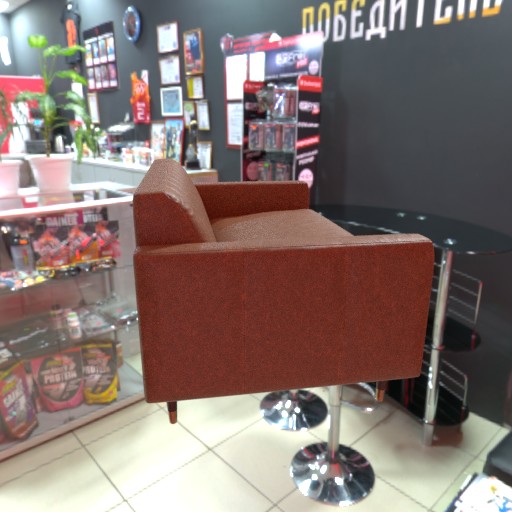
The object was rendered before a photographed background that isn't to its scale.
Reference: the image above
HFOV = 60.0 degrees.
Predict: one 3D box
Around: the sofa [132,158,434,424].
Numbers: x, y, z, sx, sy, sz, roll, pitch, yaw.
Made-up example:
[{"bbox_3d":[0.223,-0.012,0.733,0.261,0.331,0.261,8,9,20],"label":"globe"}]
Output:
[{"bbox_3d":[0.000,0.000,2.090,0.960,0.820,1.549,-3,17,-9],"label":"sofa"}]
